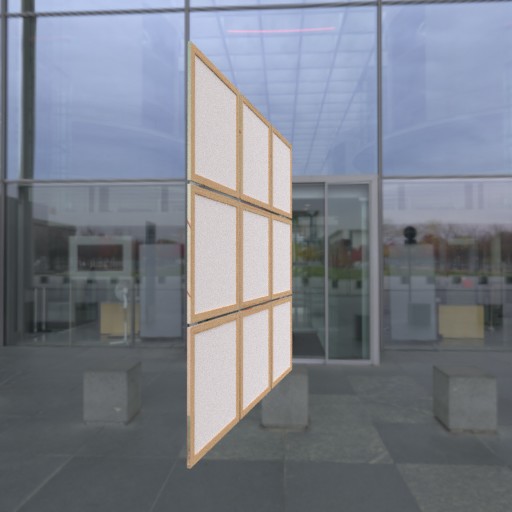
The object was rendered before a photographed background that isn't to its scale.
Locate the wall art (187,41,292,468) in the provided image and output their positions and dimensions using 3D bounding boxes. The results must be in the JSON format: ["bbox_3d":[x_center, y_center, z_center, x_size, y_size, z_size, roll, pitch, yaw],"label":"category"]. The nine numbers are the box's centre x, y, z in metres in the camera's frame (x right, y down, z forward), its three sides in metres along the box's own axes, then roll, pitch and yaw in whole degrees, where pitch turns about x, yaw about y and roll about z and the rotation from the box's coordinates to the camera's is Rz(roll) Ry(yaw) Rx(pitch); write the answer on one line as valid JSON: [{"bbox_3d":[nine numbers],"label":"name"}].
[{"bbox_3d":[0.000,0.000,2.299,0.013,1.523,1.517,0,-1,18],"label":"wall art"}]
